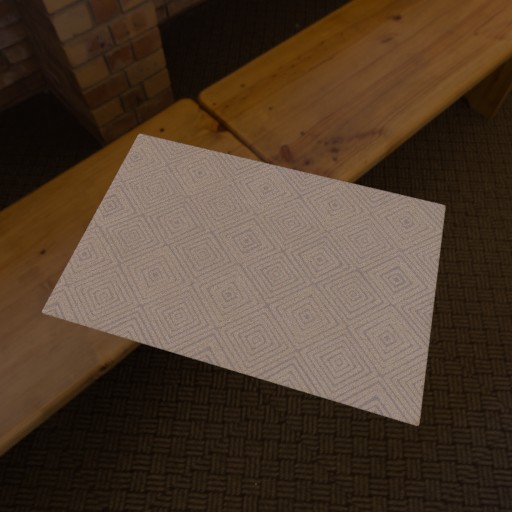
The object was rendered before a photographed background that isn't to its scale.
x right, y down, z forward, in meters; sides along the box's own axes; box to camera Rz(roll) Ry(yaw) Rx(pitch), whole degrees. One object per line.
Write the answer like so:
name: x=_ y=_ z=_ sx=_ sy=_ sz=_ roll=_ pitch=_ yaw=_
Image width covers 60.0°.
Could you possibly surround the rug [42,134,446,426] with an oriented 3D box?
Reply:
rug: x=0.000 y=0.000 z=2.210 sx=1.753 sy=0.008 sz=1.143 roll=15 pitch=64 yaw=7
